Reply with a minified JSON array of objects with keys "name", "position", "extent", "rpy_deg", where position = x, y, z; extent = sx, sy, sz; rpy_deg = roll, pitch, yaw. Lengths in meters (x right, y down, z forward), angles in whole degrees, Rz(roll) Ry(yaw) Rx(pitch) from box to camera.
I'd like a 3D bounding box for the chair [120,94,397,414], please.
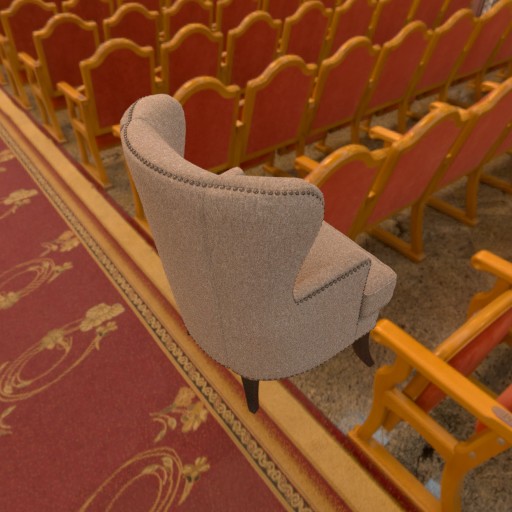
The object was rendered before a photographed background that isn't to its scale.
[{"name":"chair","position":[0.000,0.000,1.617],"extent":[0.758,1.060,0.759],"rpy_deg":[-26,47,-27]}]
